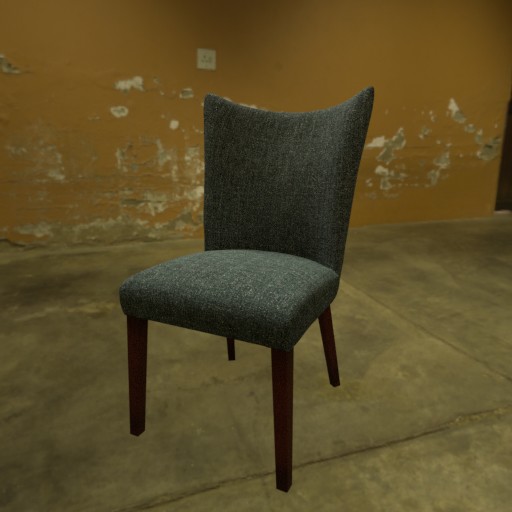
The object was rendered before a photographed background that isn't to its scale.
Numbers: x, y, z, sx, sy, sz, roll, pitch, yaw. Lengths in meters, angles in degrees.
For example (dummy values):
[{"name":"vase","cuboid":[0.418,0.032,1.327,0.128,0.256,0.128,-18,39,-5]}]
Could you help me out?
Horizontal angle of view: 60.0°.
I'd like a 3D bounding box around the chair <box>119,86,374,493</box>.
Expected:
[{"name":"chair","cuboid":[0.000,0.000,1.264,0.535,0.924,0.623,7,17,26]}]
